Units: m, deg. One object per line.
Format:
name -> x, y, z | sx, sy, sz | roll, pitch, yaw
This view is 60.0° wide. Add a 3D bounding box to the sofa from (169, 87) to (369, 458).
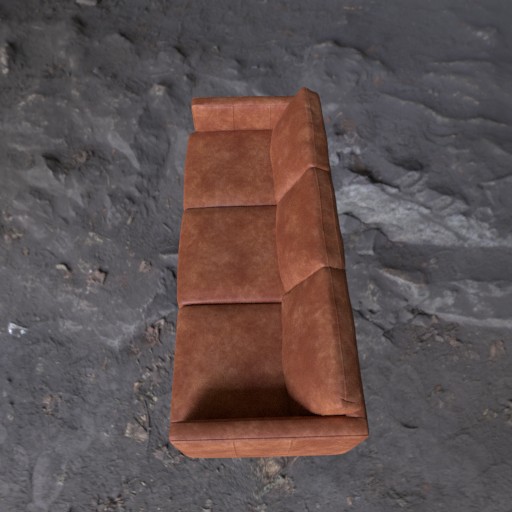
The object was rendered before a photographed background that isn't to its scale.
sofa -> 0.000, 0.000, 3.014 | 1.045, 1.006, 2.464 | -1, 60, -1
